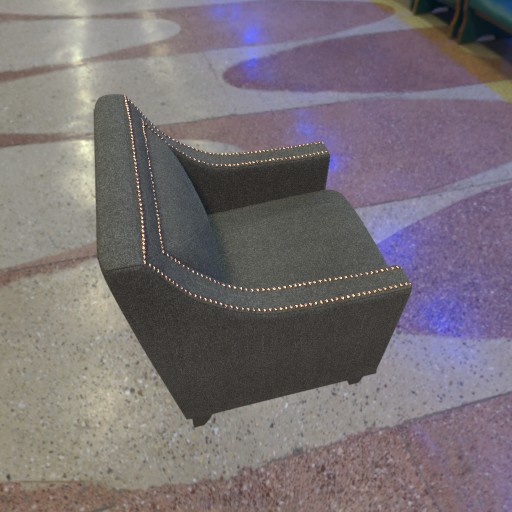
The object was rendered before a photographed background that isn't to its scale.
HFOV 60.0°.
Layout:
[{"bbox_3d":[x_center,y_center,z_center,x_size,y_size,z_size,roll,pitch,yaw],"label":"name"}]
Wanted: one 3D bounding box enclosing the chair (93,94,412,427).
[{"bbox_3d":[0.000,0.000,1.598,0.884,0.967,0.776,-11,49,-10],"label":"chair"}]
